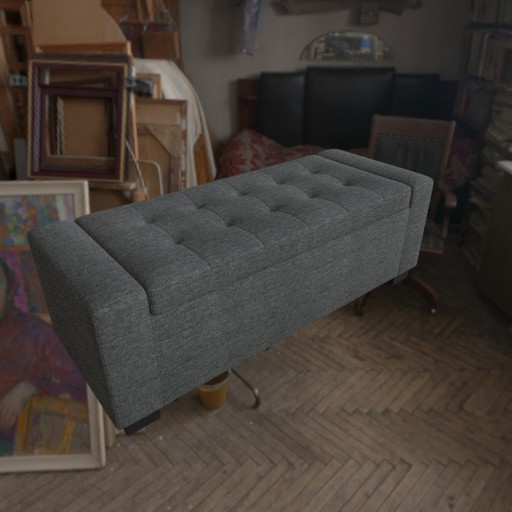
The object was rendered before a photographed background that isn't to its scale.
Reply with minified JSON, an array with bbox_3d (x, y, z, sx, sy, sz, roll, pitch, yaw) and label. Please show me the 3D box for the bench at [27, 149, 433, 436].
[{"bbox_3d":[0.000,0.000,1.549,1.296,0.445,0.508,-22,36,-33],"label":"bench"}]
